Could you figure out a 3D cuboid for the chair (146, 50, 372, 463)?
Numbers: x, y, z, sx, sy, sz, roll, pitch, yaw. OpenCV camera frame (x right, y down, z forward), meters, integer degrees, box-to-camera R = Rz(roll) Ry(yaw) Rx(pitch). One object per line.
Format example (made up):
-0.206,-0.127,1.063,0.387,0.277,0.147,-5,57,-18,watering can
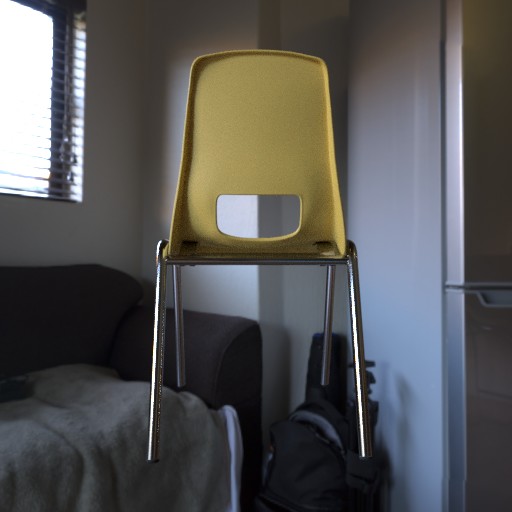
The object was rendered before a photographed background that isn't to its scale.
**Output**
0.000,0.000,0.909,0.381,0.653,0.436,0,0,-2,chair
